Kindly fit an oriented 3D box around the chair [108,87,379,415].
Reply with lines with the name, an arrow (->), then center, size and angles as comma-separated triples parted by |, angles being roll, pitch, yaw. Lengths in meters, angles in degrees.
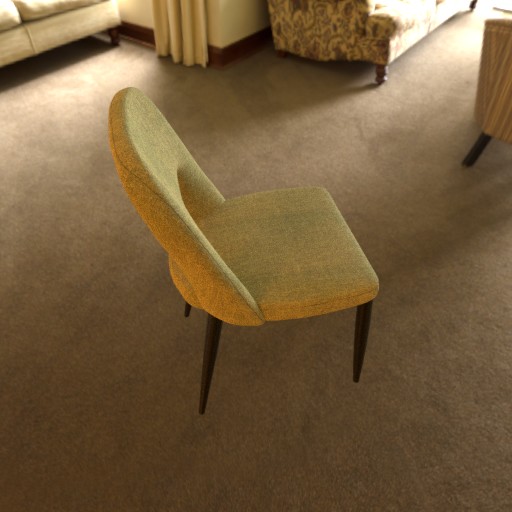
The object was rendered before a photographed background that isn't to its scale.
chair -> 0.000, 0.000, 1.257 | 0.612, 0.931, 0.470 | -9, 46, -9
